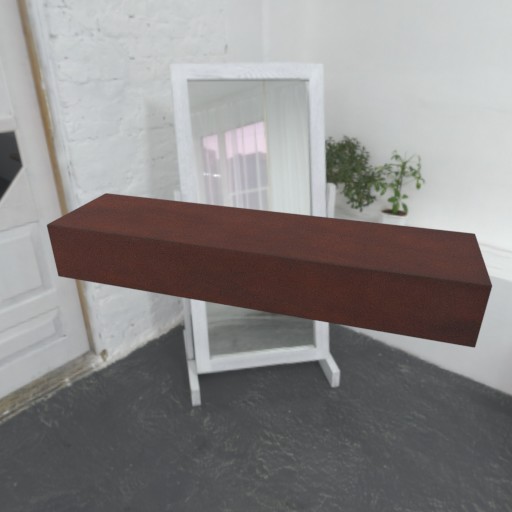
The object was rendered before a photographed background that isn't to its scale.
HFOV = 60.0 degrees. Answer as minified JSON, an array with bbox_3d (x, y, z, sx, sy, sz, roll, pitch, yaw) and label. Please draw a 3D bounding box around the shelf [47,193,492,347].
[{"bbox_3d":[0.000,0.000,0.666,0.607,0.088,0.152,8,28,15],"label":"shelf"}]
